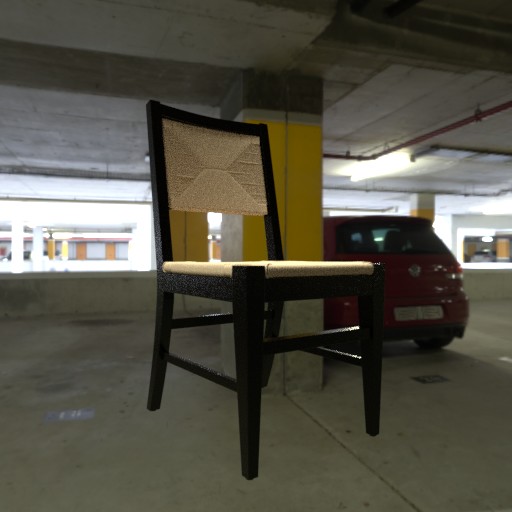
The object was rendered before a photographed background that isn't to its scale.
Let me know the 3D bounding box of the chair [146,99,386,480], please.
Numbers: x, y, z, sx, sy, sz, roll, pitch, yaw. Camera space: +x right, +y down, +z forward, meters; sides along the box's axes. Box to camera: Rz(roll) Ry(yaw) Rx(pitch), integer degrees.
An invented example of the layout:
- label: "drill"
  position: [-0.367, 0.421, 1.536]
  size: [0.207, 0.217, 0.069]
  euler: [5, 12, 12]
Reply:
- label: "chair"
  position: [0.000, 0.000, 1.240]
  size: [0.437, 0.927, 0.552]
  euler: [0, 0, -35]
